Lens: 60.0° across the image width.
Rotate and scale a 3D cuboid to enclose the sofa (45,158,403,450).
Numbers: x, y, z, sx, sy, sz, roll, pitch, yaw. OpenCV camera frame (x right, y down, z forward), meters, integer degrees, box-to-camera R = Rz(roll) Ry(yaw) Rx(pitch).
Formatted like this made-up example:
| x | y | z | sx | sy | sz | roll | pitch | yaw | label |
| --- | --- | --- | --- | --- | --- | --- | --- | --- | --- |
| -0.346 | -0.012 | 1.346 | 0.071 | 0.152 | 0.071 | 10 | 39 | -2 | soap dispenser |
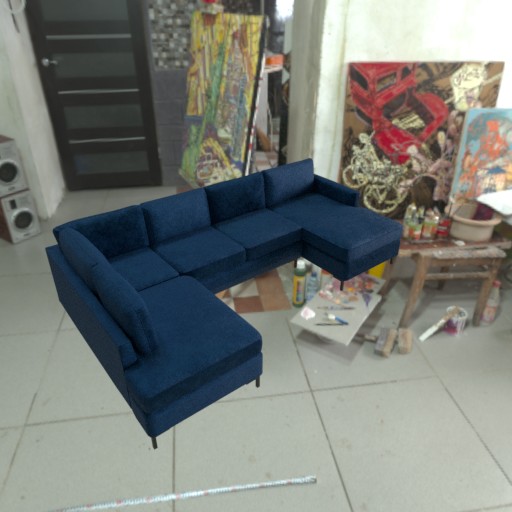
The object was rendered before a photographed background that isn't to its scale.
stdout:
| x | y | z | sx | sy | sz | roll | pitch | yaw | label |
| --- | --- | --- | --- | --- | --- | --- | --- | --- | --- |
| 0.000 | 0.000 | 4.427 | 3.434 | 0.992 | 2.055 | -22 | 37 | -32 | sofa |
